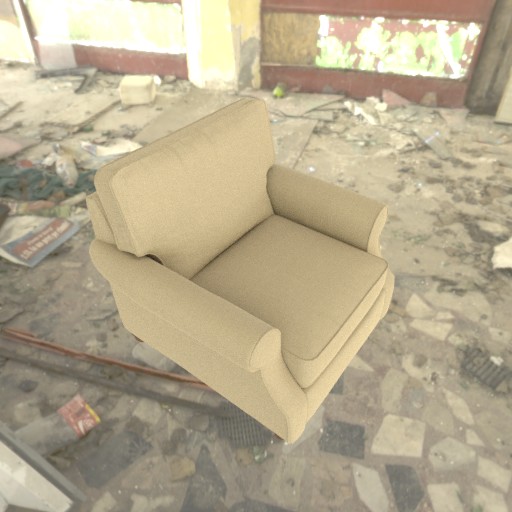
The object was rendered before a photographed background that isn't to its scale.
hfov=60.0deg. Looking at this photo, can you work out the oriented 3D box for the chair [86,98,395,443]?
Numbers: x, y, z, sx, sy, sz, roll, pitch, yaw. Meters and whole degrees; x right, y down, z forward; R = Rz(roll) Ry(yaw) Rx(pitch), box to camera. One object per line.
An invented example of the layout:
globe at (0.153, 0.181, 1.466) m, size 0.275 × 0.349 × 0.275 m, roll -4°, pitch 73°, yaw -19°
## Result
chair at (0.000, 0.000, 1.840) m, size 0.966 × 0.967 × 1.029 m, roll 26°, pitch 46°, yaw 27°
